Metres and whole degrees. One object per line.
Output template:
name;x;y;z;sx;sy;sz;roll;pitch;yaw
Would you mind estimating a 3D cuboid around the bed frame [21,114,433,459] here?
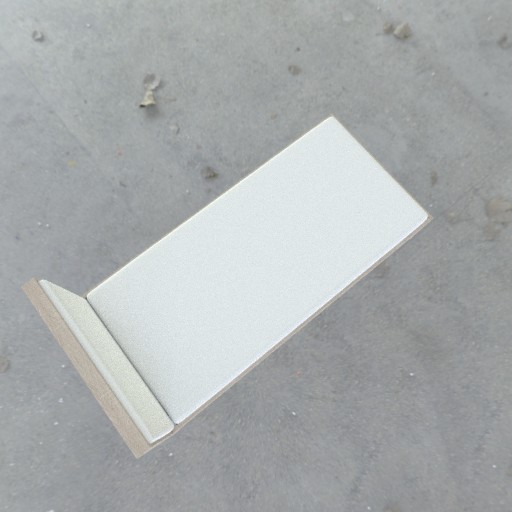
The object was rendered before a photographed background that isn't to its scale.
bed frame;0.000;0.000;2.675;2.140;0.920;0.990;-38;78;-10
